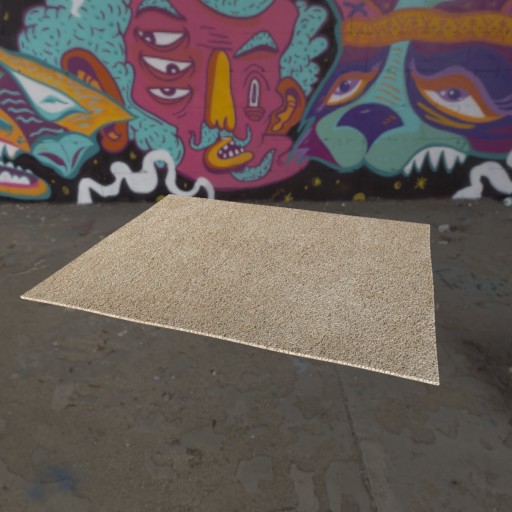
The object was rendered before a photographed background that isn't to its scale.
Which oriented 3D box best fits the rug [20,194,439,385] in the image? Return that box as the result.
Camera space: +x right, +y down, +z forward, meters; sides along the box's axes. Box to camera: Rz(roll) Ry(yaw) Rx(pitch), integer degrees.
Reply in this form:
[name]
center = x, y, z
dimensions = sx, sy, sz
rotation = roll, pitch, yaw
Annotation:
[rug]
center = 0.000, 0.000, 3.982
dimensions = 3.000, 0.025, 2.400
rotation = 9, 29, 16
